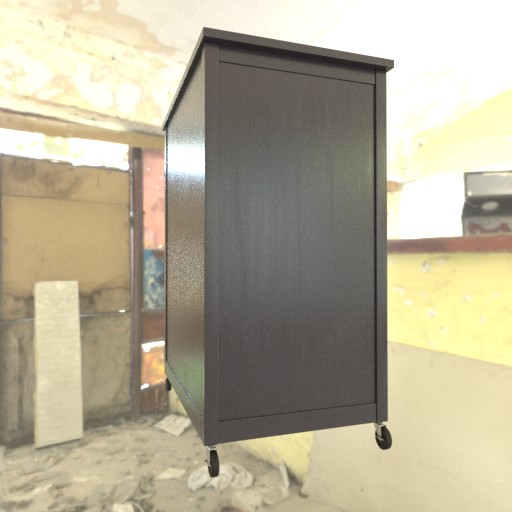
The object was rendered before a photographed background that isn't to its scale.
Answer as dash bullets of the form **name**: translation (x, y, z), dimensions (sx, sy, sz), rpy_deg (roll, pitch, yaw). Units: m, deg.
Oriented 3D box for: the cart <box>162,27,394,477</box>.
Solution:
- **cart**: translation (0.000, 0.000, 1.249), dimensions (0.449, 0.878, 0.690), rpy_deg (0, -1, -19)
